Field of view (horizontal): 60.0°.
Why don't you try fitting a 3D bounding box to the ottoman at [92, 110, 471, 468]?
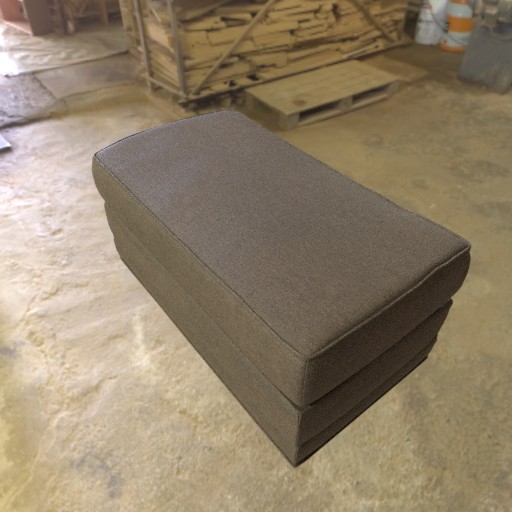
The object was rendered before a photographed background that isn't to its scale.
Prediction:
[{"bbox_3d":[0.000,0.000,1.143,0.490,0.448,0.864,-27,48,-27],"label":"ottoman"}]
